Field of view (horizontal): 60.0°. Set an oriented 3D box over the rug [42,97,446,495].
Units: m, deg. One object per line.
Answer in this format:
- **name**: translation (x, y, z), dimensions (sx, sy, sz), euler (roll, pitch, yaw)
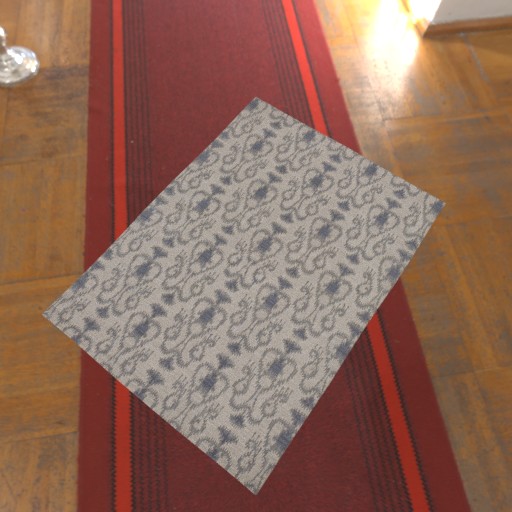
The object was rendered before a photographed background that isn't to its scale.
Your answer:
- **rug**: translation (0.000, 0.000, 2.944), dimensions (1.676, 0.013, 2.261), euler (34, 69, 15)
